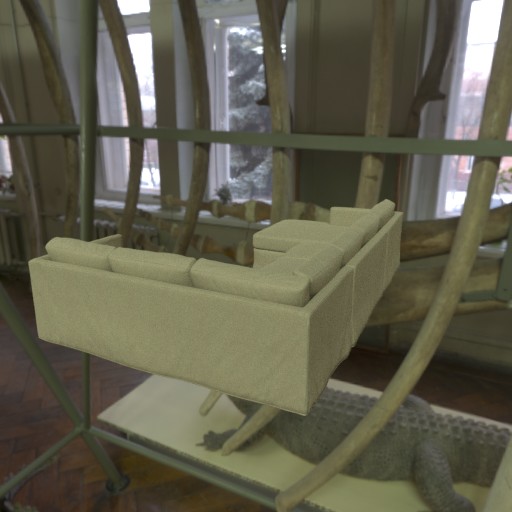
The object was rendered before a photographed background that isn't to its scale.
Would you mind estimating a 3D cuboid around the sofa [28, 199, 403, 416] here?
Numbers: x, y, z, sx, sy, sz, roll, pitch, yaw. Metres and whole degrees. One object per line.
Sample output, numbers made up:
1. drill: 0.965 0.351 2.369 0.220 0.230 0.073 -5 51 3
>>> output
1. sofa: 0.000 0.000 4.626 2.476 0.878 3.528 8 18 25
